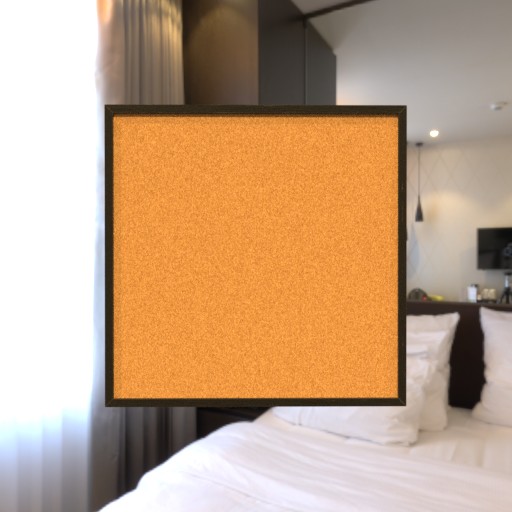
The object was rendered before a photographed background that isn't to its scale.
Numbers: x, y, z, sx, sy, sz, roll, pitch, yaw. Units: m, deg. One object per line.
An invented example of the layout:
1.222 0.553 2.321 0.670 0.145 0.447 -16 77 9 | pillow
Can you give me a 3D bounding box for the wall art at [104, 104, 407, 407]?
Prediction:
0.000 0.000 0.760 0.506 0.506 0.036 0 0 0 | wall art
